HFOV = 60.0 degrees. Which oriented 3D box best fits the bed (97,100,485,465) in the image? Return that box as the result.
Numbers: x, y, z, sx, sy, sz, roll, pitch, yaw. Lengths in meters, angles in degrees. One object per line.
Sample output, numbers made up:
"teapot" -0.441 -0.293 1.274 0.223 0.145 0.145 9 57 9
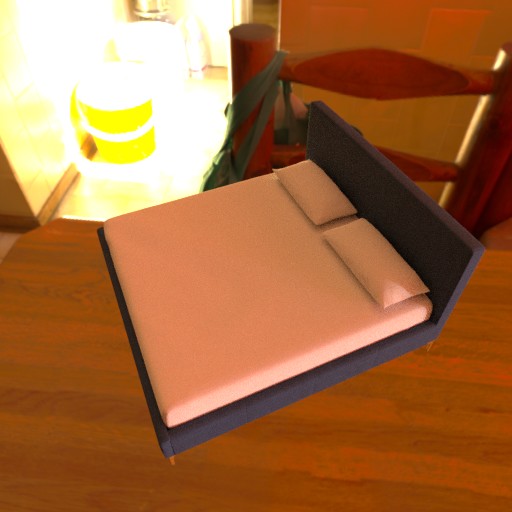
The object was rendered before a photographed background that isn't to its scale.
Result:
"bed" 0.000 0.000 3.528 2.232 1.231 2.096 -18 50 -16
